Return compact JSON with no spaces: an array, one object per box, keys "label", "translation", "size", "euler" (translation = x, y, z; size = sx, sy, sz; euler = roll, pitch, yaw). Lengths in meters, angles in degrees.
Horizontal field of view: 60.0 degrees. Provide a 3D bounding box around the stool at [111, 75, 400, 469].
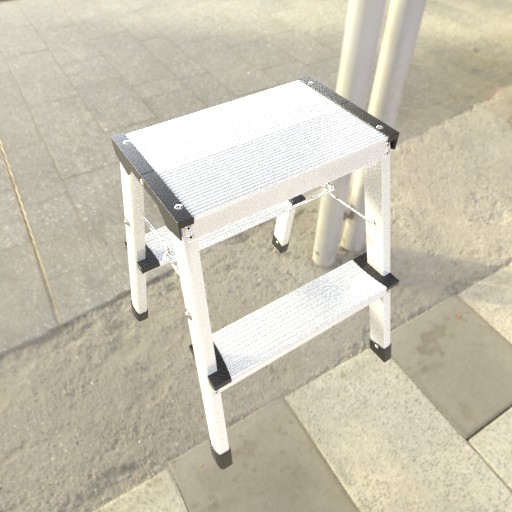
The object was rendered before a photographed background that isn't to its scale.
[{"label":"stool","translation":[0.000,0.000,0.770],"size":[0.404,0.480,0.405],"euler":[-25,52,-22]}]
